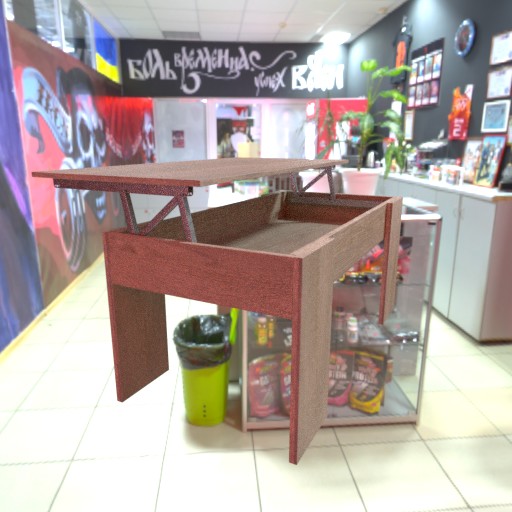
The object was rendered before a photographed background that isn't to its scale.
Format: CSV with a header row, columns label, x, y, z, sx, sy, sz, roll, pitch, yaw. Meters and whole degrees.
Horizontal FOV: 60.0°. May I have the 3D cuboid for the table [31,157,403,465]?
label,x,y,z,sx,sy,sz,roll,pitch,yaw
table,0.000,0.000,1.418,0.711,0.570,1.000,8,17,27
